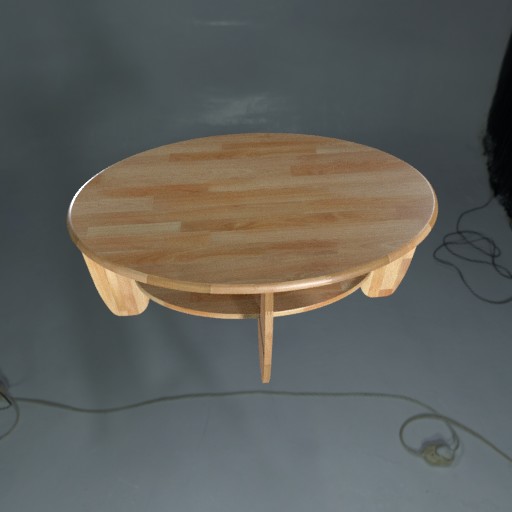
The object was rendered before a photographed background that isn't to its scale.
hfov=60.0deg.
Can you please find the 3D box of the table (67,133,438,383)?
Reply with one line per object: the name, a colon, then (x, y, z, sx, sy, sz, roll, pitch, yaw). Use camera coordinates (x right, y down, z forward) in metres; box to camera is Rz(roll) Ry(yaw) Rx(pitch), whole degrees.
table: (0.000, 0.000, 1.409, 1.040, 0.490, 0.690, -4, 46, -4)
